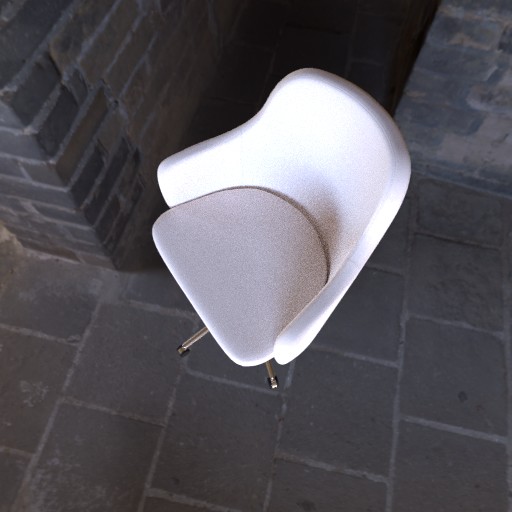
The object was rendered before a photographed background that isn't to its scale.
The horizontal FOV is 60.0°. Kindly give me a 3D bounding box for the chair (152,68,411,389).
[{"bbox_3d":[0.000,0.000,1.254,0.647,0.819,0.602,-31,68,-14],"label":"chair"}]
